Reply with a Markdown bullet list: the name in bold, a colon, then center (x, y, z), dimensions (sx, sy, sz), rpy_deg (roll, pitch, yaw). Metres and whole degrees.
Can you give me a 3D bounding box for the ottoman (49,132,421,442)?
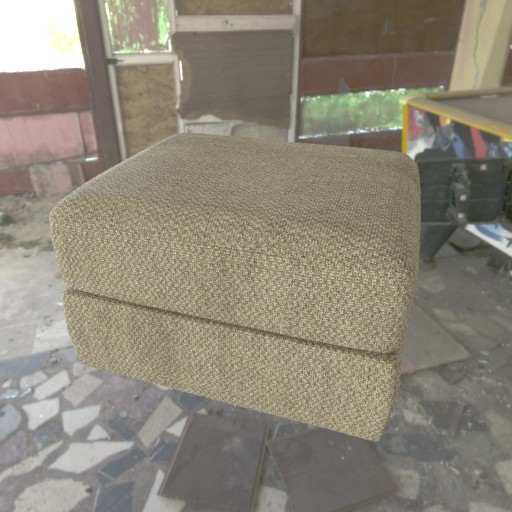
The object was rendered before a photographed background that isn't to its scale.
- **ottoman**: center (0.000, 0.000, 1.111), dimensions (0.751, 0.476, 0.603), rpy_deg (9, 32, 15)
